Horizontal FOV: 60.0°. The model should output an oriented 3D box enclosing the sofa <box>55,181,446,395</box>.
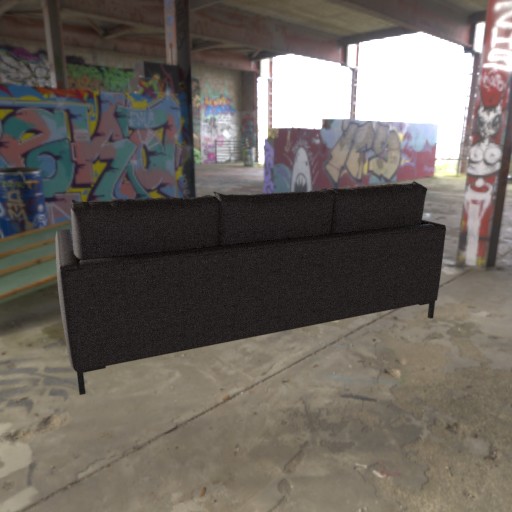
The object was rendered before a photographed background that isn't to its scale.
[{"bbox_3d":[0.000,0.000,2.746,2.253,0.882,0.876,-7,17,-23],"label":"sofa"}]
